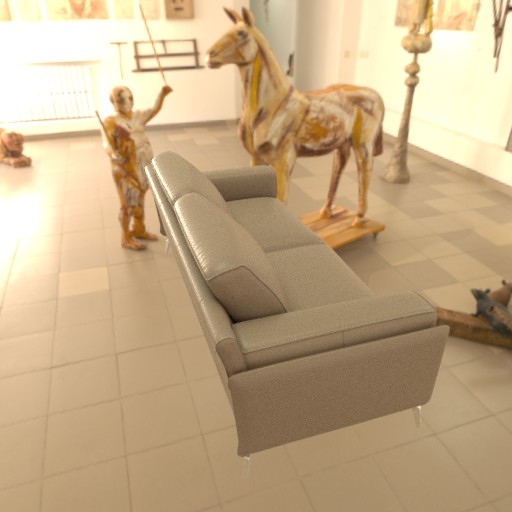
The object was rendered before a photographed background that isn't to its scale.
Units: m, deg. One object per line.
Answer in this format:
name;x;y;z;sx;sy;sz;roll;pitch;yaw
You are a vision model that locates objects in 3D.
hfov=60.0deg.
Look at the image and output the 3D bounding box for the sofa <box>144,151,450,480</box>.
sofa;0.000;0.000;2.558;1.049;0.930;2.101;-10;31;-17
